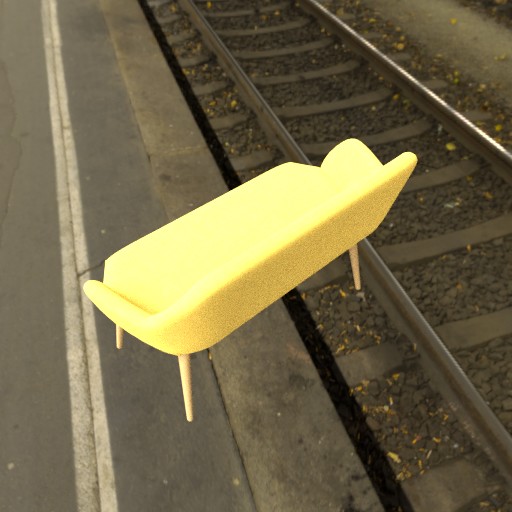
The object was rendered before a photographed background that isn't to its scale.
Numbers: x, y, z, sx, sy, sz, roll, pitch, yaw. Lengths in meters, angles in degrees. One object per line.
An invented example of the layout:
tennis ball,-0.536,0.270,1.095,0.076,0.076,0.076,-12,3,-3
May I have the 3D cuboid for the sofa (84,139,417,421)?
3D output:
sofa,0.000,0.000,1.614,1.150,0.840,0.610,-32,55,-26
